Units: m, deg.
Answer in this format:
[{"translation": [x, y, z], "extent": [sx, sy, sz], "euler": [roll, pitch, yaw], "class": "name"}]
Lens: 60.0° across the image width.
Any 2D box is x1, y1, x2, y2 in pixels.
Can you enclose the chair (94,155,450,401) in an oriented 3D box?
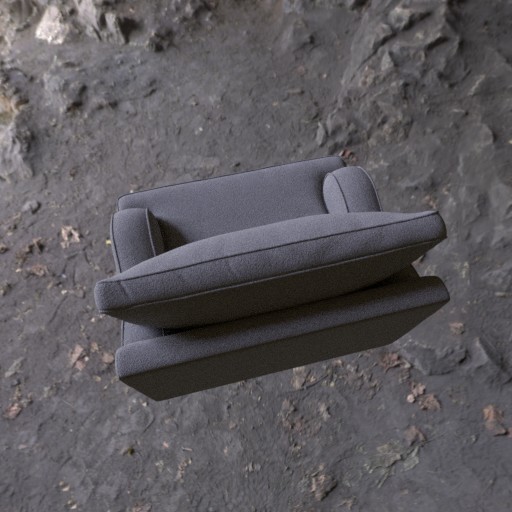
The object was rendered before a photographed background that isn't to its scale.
[{"translation": [0.000, 0.000, 2.016], "extent": [1.220, 1.016, 1.040], "euler": [-12, 60, -7], "class": "chair"}]
